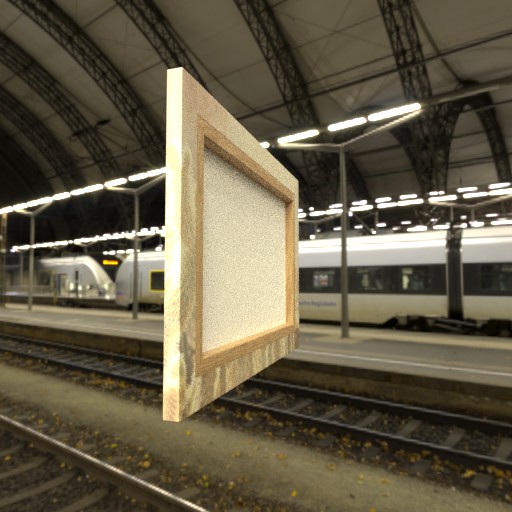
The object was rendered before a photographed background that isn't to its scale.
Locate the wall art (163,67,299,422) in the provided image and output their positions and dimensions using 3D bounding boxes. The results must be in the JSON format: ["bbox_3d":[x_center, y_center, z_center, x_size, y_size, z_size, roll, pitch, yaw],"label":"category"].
[{"bbox_3d":[0.000,0.000,1.488,0.041,0.758,1.142,-1,-4,18],"label":"wall art"}]
